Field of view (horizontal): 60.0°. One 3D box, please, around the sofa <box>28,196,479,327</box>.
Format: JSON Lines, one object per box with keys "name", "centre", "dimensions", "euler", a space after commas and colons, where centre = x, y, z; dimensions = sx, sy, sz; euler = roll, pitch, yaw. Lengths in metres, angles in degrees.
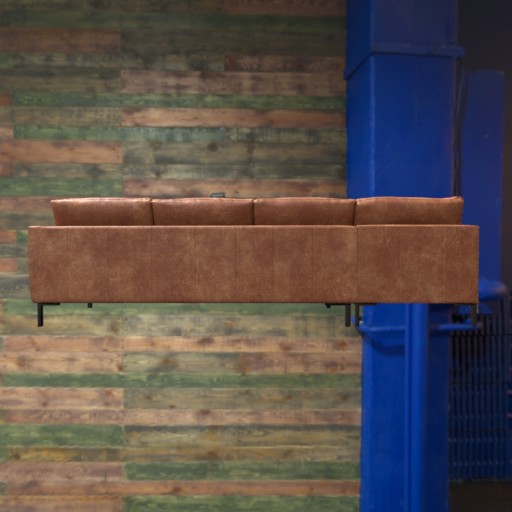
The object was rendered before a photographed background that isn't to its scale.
{"name": "sofa", "centre": [0.000, 0.000, 3.834], "dimensions": [2.984, 0.877, 1.938], "euler": [0, 2, 0]}
